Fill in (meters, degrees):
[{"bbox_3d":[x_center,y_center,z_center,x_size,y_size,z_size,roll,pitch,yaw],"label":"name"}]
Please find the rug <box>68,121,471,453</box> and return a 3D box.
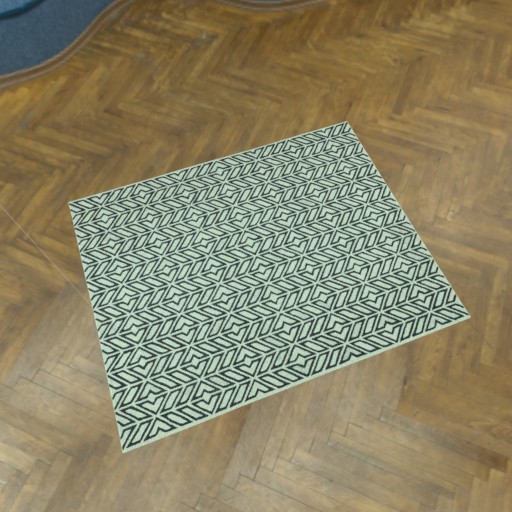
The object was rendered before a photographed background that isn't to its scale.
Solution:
[{"bbox_3d":[0.000,0.000,4.093,3.045,0.008,2.421,-18,64,-9],"label":"rug"}]
